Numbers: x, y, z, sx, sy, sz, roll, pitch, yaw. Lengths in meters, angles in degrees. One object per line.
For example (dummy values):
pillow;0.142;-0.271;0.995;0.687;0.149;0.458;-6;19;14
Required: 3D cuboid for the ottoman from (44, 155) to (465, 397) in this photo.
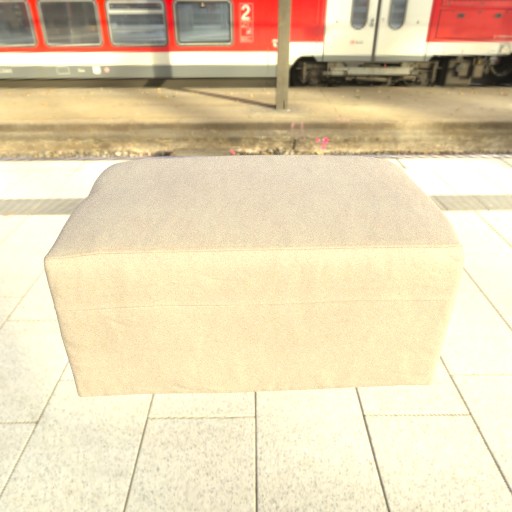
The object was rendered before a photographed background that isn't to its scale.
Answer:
ottoman;0.000;0.000;1.191;0.872;0.444;0.590;-1;31;-2
